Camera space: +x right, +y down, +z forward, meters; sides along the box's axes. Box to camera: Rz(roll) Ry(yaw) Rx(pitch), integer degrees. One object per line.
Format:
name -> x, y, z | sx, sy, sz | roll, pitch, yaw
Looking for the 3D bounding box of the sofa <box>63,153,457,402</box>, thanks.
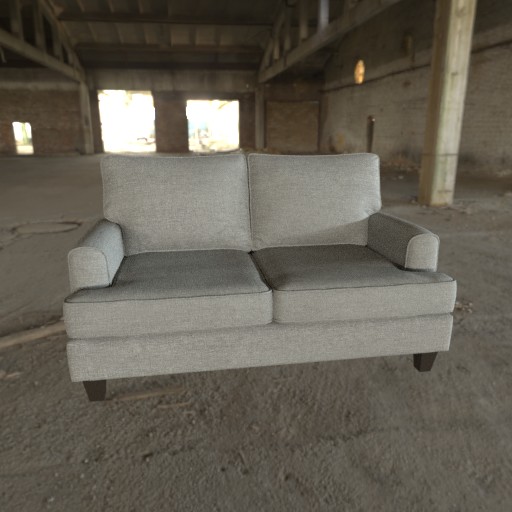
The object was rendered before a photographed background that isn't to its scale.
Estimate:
sofa -> 0.000, 0.000, 2.197 | 1.651, 0.965, 0.965 | -3, 16, -9
